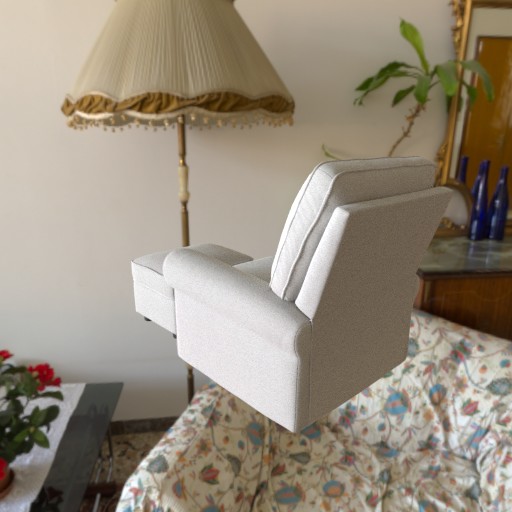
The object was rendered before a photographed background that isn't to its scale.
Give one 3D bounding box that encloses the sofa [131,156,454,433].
[{"bbox_3d":[0.000,0.000,2.066,0.880,0.959,1.478,-15,22,-41],"label":"sofa"}]
